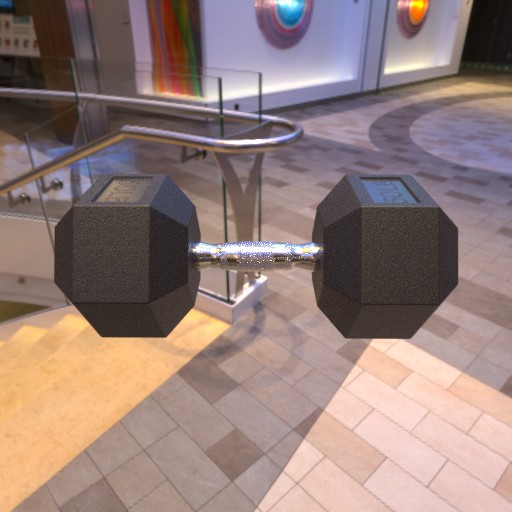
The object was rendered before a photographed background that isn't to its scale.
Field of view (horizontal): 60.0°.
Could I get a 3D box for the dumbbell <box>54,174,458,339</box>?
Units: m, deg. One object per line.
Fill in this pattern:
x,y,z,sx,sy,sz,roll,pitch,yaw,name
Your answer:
0.000,0.000,0.466,0.384,0.150,0.173,0,29,0,dumbbell
